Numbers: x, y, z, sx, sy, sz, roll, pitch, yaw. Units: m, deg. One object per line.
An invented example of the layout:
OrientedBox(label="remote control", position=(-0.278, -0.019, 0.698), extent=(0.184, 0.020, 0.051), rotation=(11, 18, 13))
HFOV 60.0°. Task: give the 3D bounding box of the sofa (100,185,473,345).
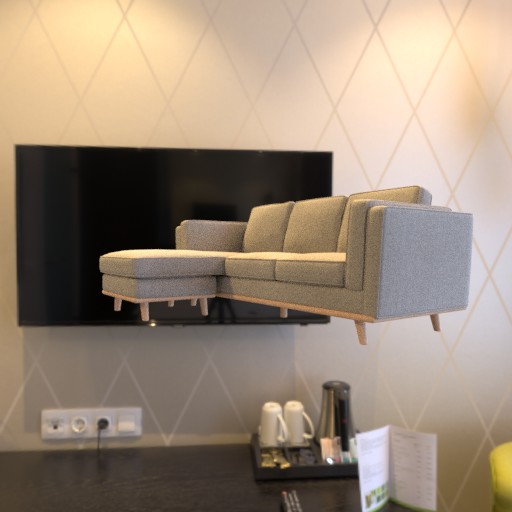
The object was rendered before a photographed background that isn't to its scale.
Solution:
OrientedBox(label="sofa", position=(0.000, 0.000, 3.203), extent=(1.604, 0.929, 2.411), rotation=(-1, 1, -35))
